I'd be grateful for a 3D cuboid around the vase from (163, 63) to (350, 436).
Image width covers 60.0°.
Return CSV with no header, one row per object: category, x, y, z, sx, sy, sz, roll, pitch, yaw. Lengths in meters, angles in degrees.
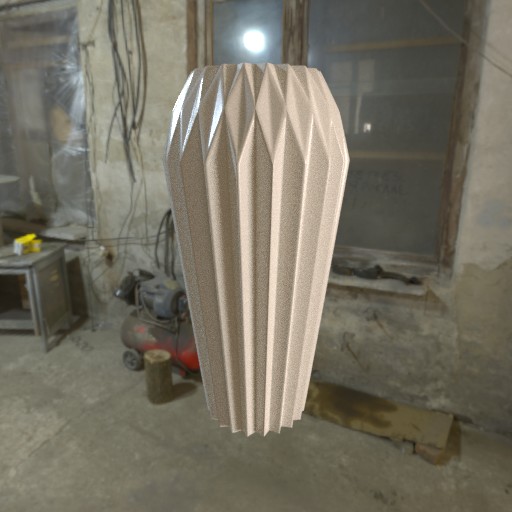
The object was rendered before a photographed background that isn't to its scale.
vase,0.000,0.000,0.341,0.133,0.263,0.133,0,15,0
